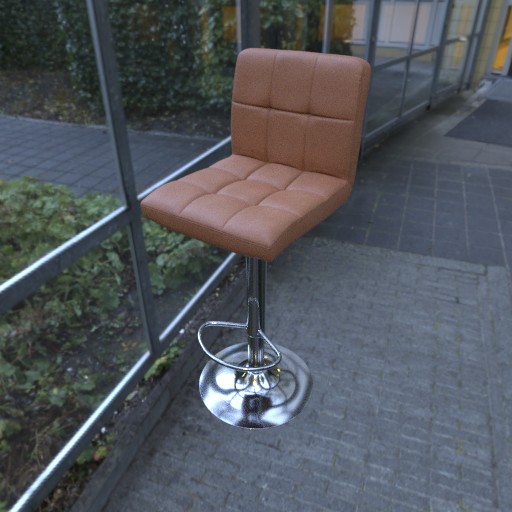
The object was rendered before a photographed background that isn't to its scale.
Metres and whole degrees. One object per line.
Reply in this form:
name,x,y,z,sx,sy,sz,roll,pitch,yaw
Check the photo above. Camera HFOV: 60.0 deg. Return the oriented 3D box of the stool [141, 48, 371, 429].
stool,0.000,0.000,1.373,0.430,1.115,0.505,19,37,28
